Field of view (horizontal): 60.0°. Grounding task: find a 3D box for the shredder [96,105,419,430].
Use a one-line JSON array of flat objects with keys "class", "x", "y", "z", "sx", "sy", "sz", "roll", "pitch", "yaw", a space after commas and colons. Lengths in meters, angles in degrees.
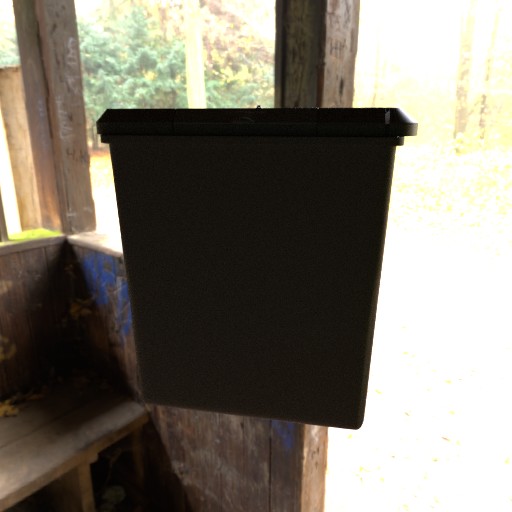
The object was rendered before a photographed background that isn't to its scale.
[{"class": "shredder", "x": 0.000, "y": 0.000, "z": 0.518, "sx": 0.320, "sy": 0.335, "sz": 0.170, "roll": 3, "pitch": 18, "yaw": 10}]
